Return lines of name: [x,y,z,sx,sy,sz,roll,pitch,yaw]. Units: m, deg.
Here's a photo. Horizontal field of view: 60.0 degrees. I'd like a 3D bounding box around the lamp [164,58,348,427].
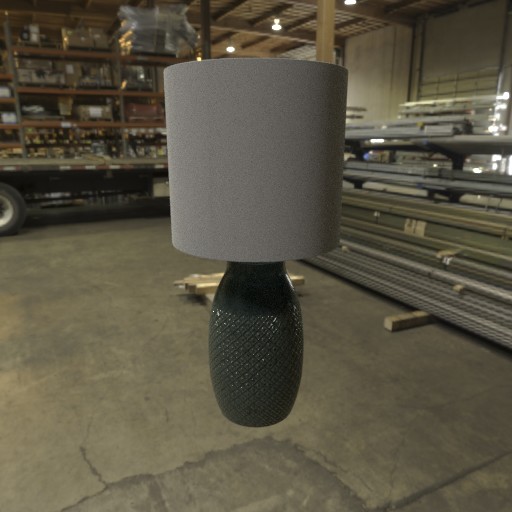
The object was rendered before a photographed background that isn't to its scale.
lamp: [0.000,0.000,0.589,0.217,0.453,0.217,-8,17,-26]
